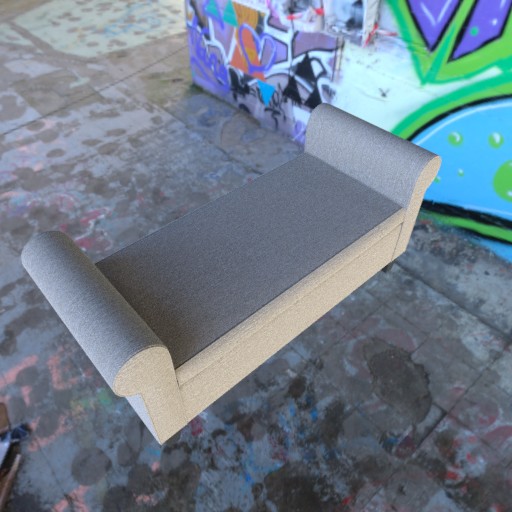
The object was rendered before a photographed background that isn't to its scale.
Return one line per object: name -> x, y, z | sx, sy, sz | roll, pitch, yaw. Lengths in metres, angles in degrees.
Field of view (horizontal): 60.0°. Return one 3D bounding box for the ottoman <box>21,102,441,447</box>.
ottoman -> 0.000, 0.000, 1.512 | 1.256, 0.547, 0.521 | -32, 54, -28
